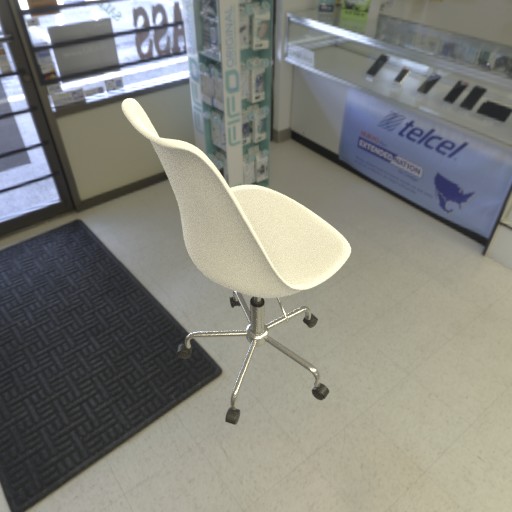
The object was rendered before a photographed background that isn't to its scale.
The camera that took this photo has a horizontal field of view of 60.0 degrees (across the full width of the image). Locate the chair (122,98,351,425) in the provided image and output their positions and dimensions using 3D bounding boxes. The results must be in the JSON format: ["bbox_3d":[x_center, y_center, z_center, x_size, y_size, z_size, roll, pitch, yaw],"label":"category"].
[{"bbox_3d":[0.000,0.000,1.262,0.550,0.930,0.550,-25,46,-26],"label":"chair"}]
